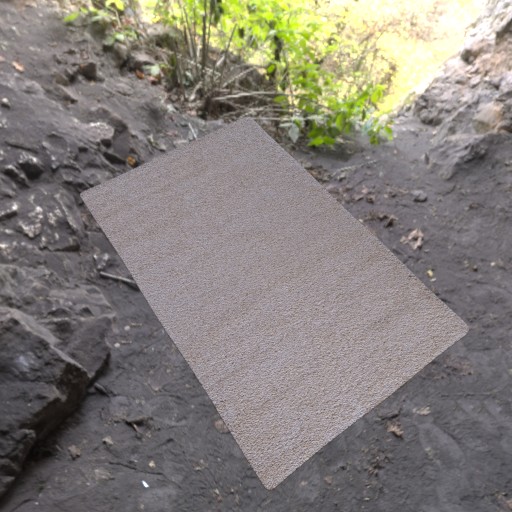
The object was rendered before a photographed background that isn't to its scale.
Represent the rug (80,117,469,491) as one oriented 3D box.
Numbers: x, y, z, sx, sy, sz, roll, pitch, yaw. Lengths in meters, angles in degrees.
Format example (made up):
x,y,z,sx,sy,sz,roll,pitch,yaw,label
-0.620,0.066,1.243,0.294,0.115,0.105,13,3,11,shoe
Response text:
x,y,z,sx,sy,sz,roll,pitch,yaw,label
0.000,0.000,2.933,1.500,0.026,2.349,-30,62,-18,rug
